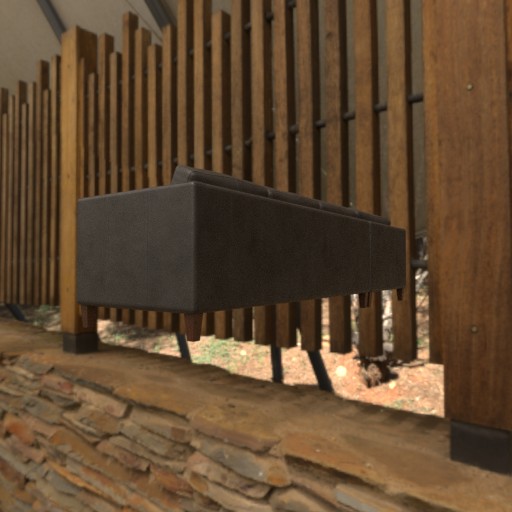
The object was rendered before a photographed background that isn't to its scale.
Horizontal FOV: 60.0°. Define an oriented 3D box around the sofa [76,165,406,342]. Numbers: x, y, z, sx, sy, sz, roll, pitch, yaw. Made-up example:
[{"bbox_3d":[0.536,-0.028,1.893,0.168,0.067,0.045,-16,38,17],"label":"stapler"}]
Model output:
[{"bbox_3d":[0.000,0.000,3.780,1.581,0.883,3.203,-1,-2,35],"label":"sofa"}]
